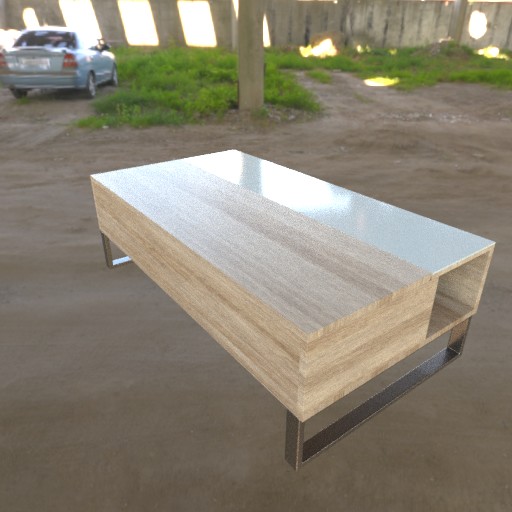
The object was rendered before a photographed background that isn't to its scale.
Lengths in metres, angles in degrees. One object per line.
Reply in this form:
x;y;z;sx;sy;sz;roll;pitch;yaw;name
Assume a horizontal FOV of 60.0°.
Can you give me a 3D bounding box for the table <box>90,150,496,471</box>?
0.000;0.000;1.364;0.600;0.350;1.100;-19;33;-32;table
